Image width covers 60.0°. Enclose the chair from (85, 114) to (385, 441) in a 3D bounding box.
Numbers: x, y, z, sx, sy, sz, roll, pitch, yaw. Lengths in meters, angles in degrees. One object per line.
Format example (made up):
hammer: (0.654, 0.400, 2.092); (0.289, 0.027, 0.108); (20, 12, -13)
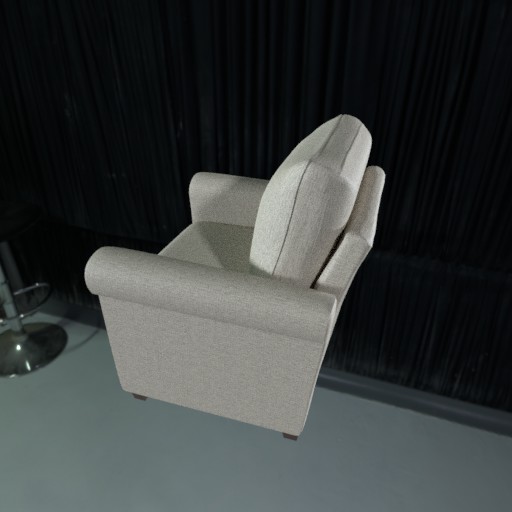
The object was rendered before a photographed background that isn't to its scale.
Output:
chair: (0.000, 0.000, 2.344); (1.180, 1.349, 1.275); (9, 31, 15)
